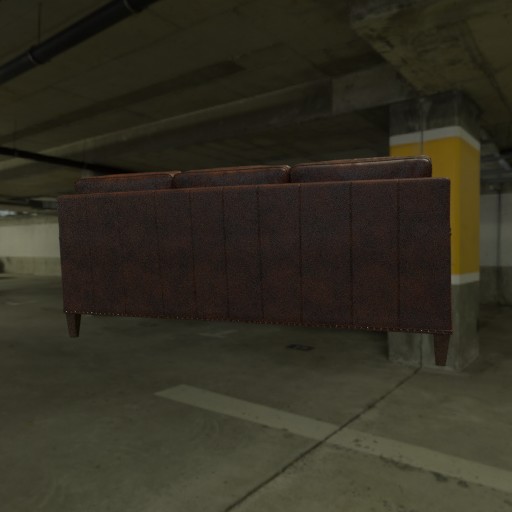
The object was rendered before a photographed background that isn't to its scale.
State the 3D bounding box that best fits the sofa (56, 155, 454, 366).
[{"bbox_3d":[0.000,0.000,2.791,2.240,1.003,1.084,0,1,19],"label":"sofa"}]
